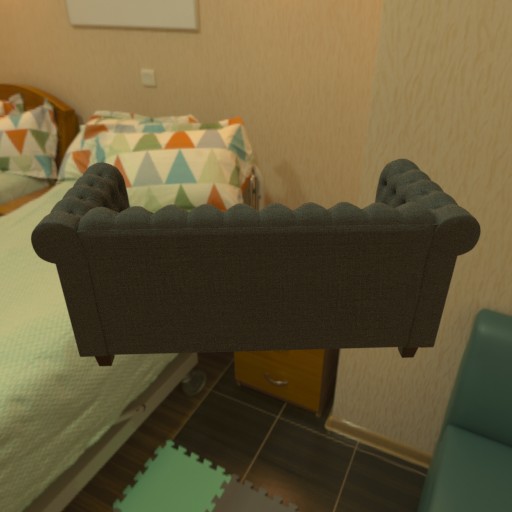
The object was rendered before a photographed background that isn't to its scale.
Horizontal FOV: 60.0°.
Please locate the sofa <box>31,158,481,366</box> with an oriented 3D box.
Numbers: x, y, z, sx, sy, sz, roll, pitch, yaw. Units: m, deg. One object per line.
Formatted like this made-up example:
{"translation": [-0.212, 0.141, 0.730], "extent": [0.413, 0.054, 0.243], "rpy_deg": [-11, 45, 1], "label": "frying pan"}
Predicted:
{"translation": [0.000, 0.000, 2.244], "extent": [1.798, 0.797, 0.783], "rpy_deg": [-1, 30, -2], "label": "sofa"}
